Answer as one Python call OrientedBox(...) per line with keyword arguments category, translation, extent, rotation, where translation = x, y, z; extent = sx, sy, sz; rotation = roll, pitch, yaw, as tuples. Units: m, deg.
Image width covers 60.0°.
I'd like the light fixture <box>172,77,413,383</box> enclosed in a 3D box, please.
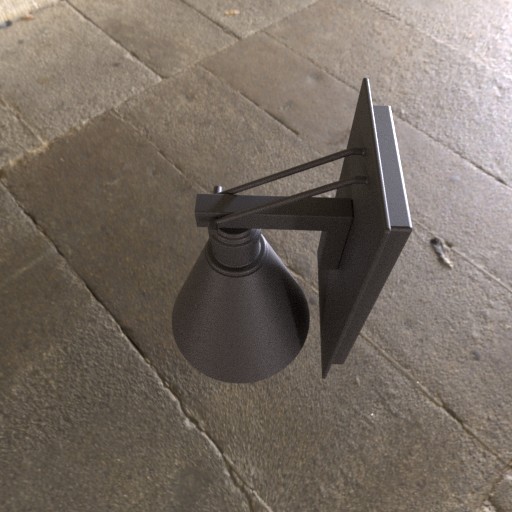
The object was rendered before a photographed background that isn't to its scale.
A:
OrientedBox(category="light fixture", translation=(0.000, 0.000, 0.431), extent=(0.207, 0.298, 0.170), rotation=(2, 58, 1))
